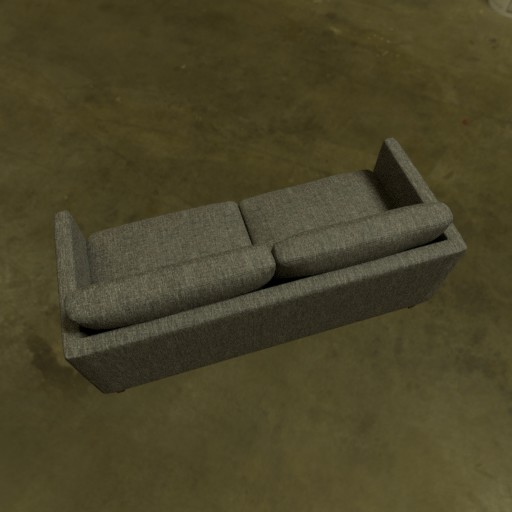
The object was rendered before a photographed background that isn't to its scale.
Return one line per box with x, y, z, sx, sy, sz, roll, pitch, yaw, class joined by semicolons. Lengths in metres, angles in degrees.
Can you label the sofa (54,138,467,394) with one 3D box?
0.000;0.000;2.737;2.208;0.960;0.948;-14;59;-9;sofa
